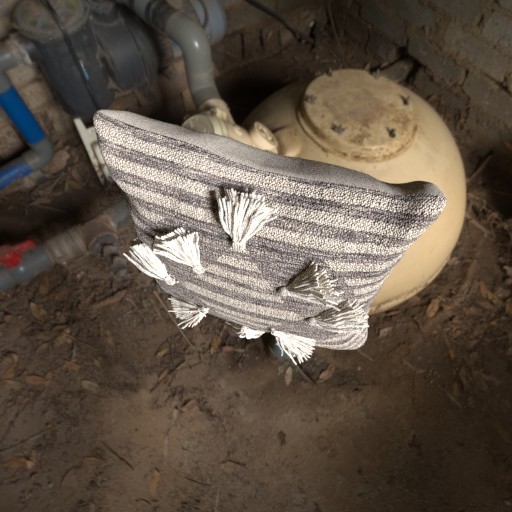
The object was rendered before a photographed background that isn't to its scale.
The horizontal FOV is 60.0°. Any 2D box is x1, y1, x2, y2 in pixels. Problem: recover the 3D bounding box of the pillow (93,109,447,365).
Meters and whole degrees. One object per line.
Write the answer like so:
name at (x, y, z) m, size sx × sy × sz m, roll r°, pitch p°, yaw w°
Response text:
pillow at (0.000, 0.000, 0.773) m, size 0.484 × 0.490 × 0.234 m, roll 16°, pitch 60°, yaw 9°
